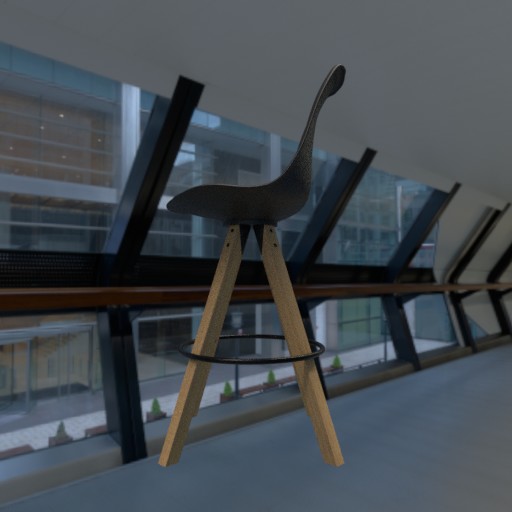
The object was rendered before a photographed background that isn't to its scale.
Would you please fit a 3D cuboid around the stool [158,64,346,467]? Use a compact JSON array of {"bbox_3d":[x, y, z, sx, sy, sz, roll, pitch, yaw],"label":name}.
[{"bbox_3d":[0.000,0.000,1.385,0.550,1.115,0.485,0,-2,0],"label":"stool"}]
